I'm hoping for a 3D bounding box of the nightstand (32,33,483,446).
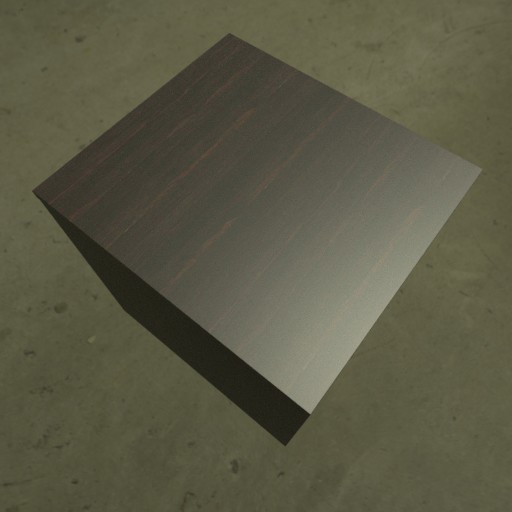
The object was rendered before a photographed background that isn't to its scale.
[{"bbox_3d":[0.000,0.000,0.793,0.461,0.460,0.400,35,68,17],"label":"nightstand"}]
